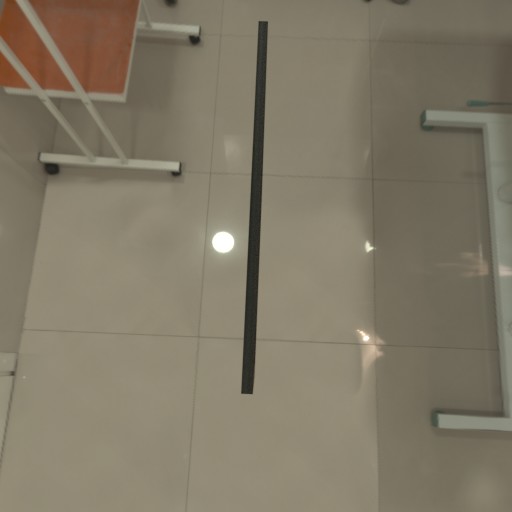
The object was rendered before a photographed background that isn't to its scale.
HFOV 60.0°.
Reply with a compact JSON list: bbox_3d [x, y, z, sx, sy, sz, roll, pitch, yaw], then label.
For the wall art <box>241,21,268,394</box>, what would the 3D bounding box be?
[{"bbox_3d":[0.000,0.000,0.828,0.012,0.661,0.451,2,76,1],"label":"wall art"}]
